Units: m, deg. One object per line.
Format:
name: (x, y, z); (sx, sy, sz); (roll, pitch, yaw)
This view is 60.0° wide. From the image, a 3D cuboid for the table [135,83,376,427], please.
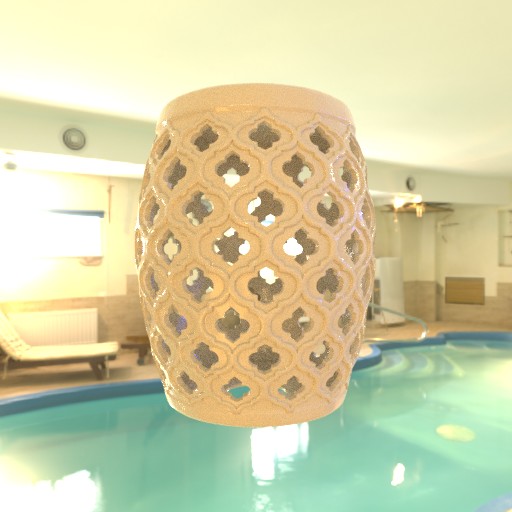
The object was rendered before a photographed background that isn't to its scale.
table: (0.000, 0.000, 0.619); (0.325, 0.388, 0.325); (0, 0, 0)
